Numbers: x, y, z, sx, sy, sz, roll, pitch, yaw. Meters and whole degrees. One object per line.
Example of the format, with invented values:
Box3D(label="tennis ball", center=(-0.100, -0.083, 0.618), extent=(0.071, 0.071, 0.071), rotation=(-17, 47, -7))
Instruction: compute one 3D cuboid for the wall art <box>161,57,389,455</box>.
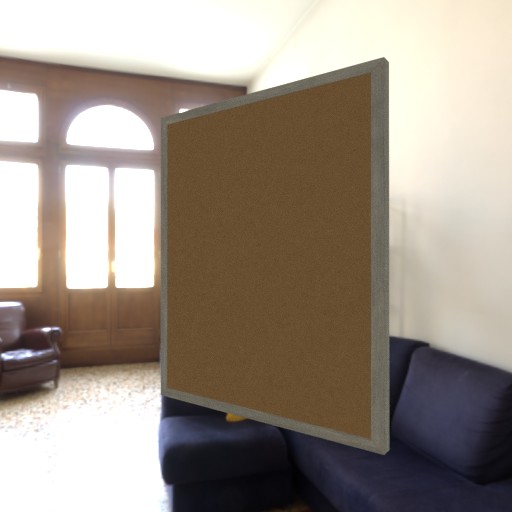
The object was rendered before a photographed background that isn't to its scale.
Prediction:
Box3D(label="wall art", center=(0.000, 0.000, 0.797), extent=(0.479, 0.582, 0.022), rotation=(0, 0, 36))
